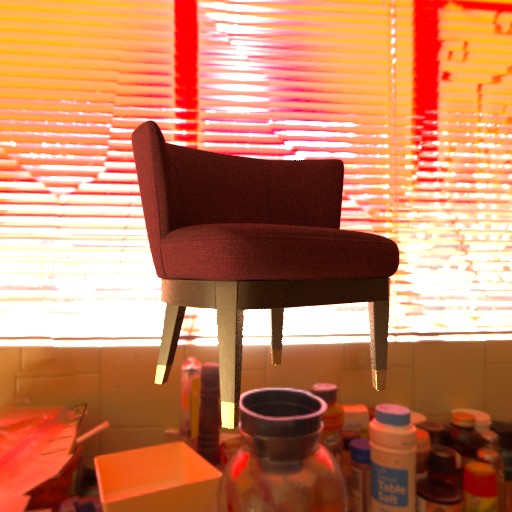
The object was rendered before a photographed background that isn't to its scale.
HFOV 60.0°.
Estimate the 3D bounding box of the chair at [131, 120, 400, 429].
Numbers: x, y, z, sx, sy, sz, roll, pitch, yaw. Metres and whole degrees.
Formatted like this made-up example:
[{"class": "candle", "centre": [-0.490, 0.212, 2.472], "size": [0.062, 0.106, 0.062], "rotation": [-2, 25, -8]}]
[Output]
[{"class": "chair", "centre": [0.000, 0.000, 1.314], "size": [0.700, 0.760, 0.660], "rotation": [1, -2, -36]}]
